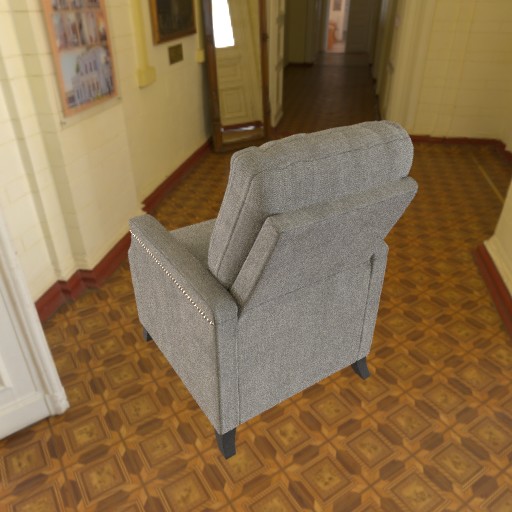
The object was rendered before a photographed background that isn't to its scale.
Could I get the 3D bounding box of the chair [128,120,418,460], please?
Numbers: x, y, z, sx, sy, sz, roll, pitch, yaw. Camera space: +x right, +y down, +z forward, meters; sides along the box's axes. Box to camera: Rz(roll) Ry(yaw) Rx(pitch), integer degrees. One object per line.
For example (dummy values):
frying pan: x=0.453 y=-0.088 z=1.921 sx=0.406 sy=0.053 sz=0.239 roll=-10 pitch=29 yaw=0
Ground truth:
chair: x=0.000 y=0.000 z=1.632 sx=0.710 sy=1.049 sz=0.922 roll=-19 pitch=35 yaw=-29
